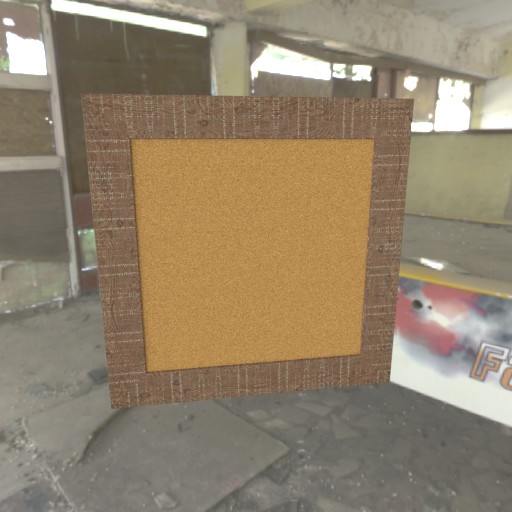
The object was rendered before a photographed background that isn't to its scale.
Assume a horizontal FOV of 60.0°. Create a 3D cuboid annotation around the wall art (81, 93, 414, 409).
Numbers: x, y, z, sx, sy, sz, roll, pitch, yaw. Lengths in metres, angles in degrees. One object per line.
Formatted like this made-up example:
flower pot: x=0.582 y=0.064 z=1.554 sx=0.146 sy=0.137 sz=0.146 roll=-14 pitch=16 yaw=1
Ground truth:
wall art: x=0.000 y=0.000 z=0.785 sx=0.531 sy=0.531 sz=0.040 roll=-3 pitch=15 yaw=-9
